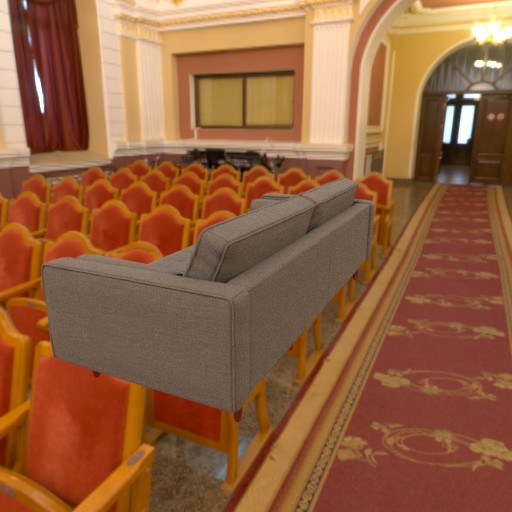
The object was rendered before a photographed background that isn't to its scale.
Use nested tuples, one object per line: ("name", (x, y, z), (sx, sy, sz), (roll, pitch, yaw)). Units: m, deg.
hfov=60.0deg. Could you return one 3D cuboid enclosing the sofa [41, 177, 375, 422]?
("sofa", (0.000, 0.000, 2.588), (0.914, 0.762, 2.198), (8, 18, 25))
